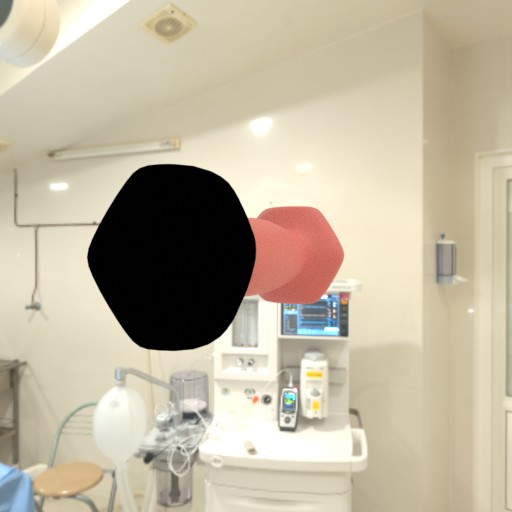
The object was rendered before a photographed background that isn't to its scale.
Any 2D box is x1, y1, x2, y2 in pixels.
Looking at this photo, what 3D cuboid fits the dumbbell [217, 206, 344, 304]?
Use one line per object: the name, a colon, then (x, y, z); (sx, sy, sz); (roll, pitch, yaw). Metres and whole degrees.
dumbbell: (0.000, 0.000, 0.146); (0.047, 0.043, 0.123); (0, 0, 17)
